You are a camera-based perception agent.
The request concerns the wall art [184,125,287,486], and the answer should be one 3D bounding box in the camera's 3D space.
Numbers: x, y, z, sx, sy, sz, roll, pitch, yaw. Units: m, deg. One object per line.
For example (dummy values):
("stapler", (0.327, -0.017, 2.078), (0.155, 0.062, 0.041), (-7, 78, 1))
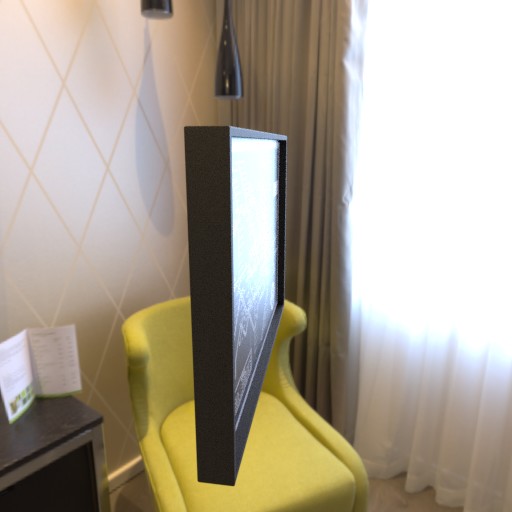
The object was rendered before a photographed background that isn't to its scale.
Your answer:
("wall art", (0.000, 0.000, 0.852), (0.051, 0.456, 0.671), (2, 14, 9))
